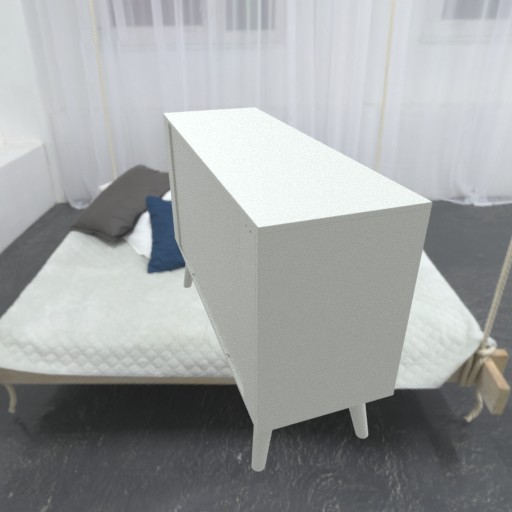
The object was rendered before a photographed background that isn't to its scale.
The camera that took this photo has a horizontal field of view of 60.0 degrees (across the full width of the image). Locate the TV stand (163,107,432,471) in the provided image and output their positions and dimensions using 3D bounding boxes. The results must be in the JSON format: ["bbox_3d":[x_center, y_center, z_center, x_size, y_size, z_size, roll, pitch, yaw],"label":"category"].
[{"bbox_3d":[0.000,0.000,1.602,0.406,0.812,1.193,-9,30,-17],"label":"TV stand"}]
